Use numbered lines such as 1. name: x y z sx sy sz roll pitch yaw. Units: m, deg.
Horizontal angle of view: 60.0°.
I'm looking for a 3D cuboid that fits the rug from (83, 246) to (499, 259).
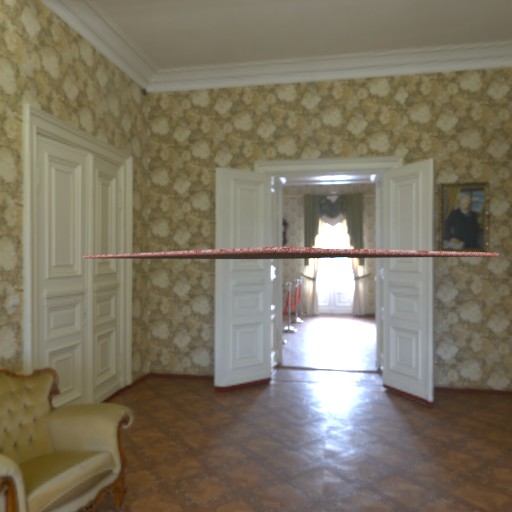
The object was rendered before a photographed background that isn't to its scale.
1. rug: 0.000 0.000 2.258 1.219 0.016 1.829 1 -1 -36
